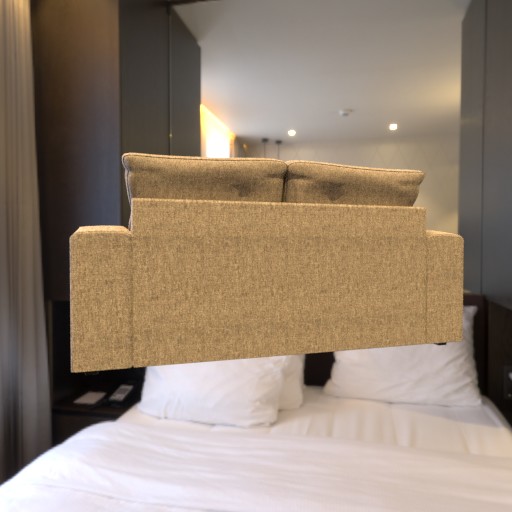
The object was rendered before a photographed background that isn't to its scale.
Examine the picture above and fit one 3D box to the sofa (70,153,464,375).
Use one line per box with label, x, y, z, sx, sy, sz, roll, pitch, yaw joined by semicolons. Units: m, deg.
sofa;0.000;0.000;2.384;1.758;0.877;1.094;0;1;-18
